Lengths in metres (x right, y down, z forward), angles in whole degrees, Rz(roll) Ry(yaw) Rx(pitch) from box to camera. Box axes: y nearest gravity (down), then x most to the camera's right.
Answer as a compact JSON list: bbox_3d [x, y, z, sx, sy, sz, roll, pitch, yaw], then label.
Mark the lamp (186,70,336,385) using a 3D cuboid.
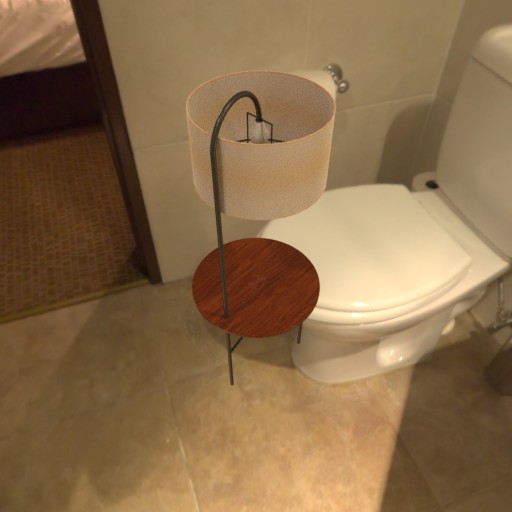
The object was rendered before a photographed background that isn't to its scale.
[{"bbox_3d":[0.000,0.000,1.868,0.573,1.517,0.573,0,47,0],"label":"lamp"}]
